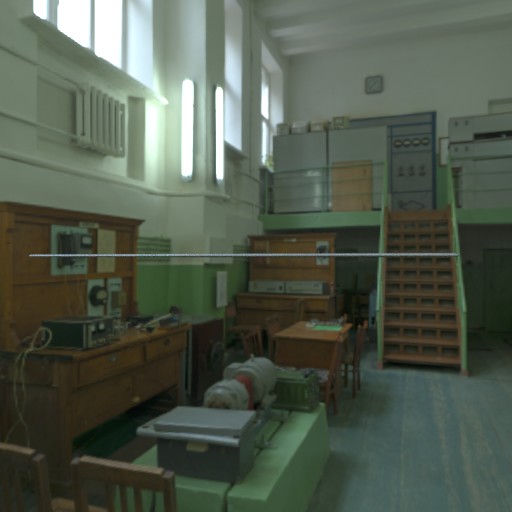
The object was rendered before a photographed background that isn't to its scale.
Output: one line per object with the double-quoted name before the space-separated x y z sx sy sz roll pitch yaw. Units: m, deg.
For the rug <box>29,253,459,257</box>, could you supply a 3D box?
"rug" 0.000 0.000 3.544 2.746 0.018 1.819 0 0 17
